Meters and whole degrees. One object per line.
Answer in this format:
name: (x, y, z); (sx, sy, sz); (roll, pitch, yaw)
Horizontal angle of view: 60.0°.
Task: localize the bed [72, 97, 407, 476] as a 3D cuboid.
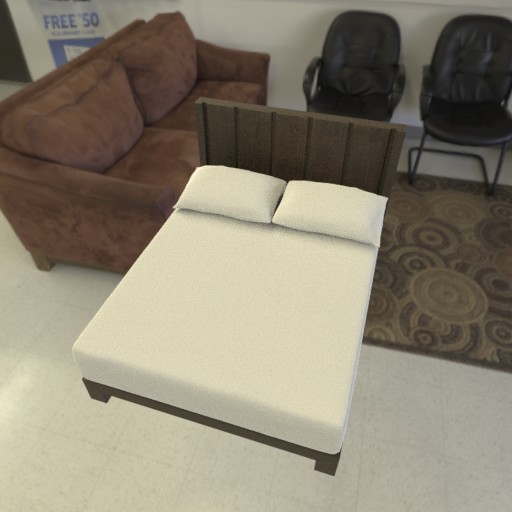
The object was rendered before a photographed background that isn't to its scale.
bed: (0.000, 0.000, 3.252); (1.727, 1.270, 2.242); (12, 44, 13)
